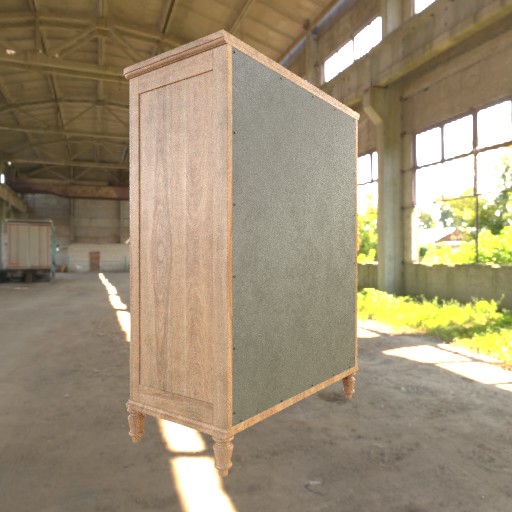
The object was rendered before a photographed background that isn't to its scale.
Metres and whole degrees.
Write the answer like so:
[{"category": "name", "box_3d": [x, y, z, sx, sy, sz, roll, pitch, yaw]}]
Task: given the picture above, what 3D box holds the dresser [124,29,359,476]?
[{"category": "dresser", "box_3d": [0.000, 0.000, 1.821, 0.484, 1.318, 0.973, 0, 0, 36]}]
